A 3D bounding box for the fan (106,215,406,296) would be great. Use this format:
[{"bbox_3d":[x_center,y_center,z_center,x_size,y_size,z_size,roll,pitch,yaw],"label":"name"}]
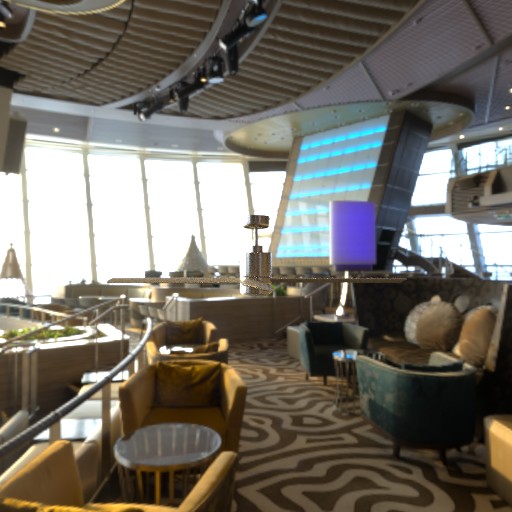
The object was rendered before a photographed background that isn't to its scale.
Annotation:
[{"bbox_3d":[0.000,0.000,1.981,1.322,0.355,1.322,0,-1,0],"label":"fan"}]
